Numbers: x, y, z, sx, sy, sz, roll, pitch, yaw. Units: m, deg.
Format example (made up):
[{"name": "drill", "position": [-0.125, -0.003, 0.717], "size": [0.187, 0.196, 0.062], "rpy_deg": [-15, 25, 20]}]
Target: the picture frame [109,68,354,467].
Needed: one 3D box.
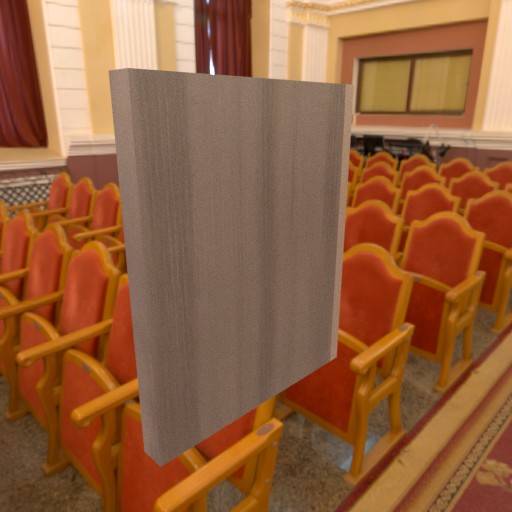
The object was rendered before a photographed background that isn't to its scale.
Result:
[{"name": "picture frame", "position": [0.000, 0.000, 0.748], "size": [0.449, 0.555, 0.046], "rpy_deg": [-17, 24, -42]}]
